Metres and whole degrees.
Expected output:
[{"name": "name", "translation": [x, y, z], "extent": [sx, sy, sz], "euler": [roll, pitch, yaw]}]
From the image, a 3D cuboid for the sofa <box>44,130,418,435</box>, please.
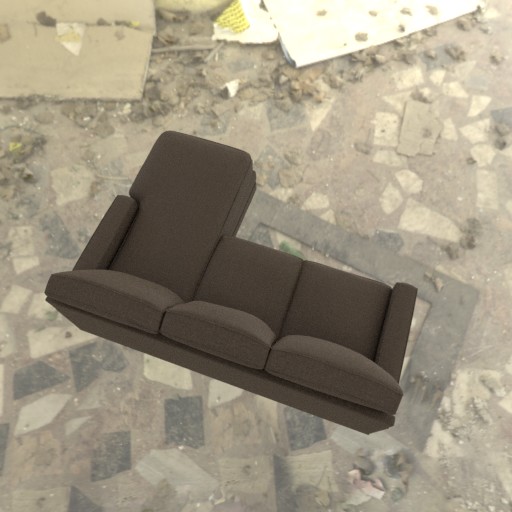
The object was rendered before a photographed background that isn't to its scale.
[{"name": "sofa", "translation": [0.000, 0.000, 3.355], "extent": [2.370, 0.973, 1.790], "euler": [18, 65, 8]}]
